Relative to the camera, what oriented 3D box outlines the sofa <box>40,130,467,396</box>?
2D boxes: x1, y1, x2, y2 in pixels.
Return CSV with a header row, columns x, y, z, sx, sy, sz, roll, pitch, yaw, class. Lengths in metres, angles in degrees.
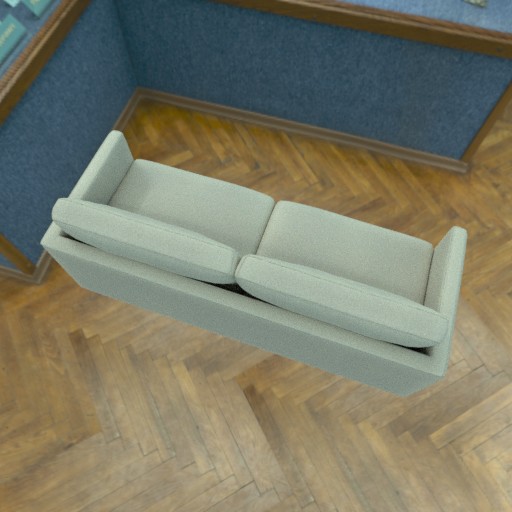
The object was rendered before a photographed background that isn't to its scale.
x,y,z,sx,sy,sz,roll,pitch,yaw,class
0.000,0.000,2.828,2.361,0.968,0.951,17,65,8,sofa
